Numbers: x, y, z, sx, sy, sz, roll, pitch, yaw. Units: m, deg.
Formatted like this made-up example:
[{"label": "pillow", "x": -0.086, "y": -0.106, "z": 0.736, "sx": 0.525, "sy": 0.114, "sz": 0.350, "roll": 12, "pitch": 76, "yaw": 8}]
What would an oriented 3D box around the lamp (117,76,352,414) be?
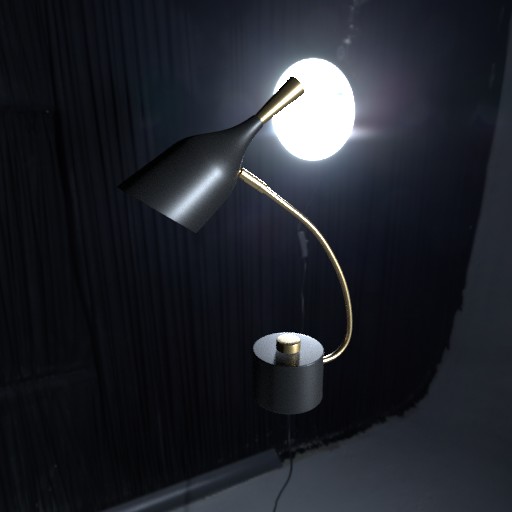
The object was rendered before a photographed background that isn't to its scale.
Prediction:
[{"label": "lamp", "x": 0.000, "y": 0.000, "z": 0.608, "sx": 0.352, "sy": 0.464, "sz": 0.110, "roll": -8, "pitch": 18, "yaw": -26}]
